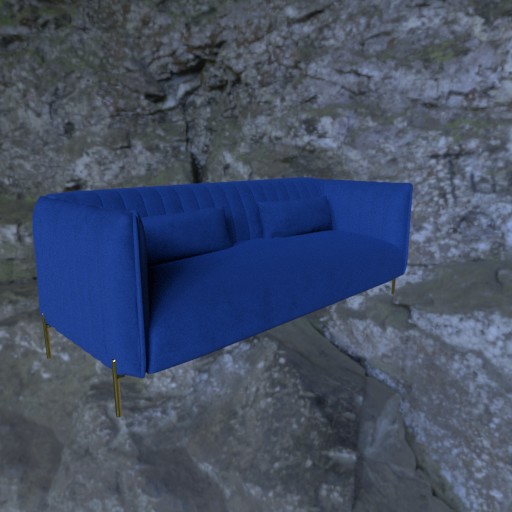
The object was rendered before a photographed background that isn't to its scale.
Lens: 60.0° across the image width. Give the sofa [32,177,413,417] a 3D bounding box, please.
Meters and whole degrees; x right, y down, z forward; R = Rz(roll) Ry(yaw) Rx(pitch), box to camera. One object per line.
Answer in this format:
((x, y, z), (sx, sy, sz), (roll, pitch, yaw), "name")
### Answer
((0.000, 0.000, 2.524), (2.136, 0.793, 0.896), (-13, 18, -43), "sofa")
